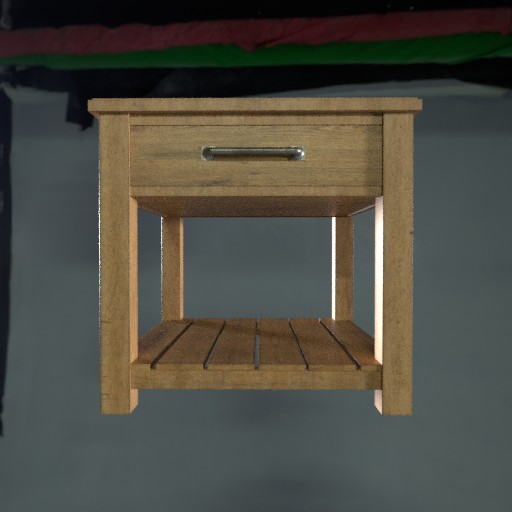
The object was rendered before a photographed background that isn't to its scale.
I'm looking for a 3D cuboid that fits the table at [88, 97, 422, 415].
[{"bbox_3d":[0.000,0.000,1.117,0.616,0.593,0.612,0,1,1],"label":"table"}]
